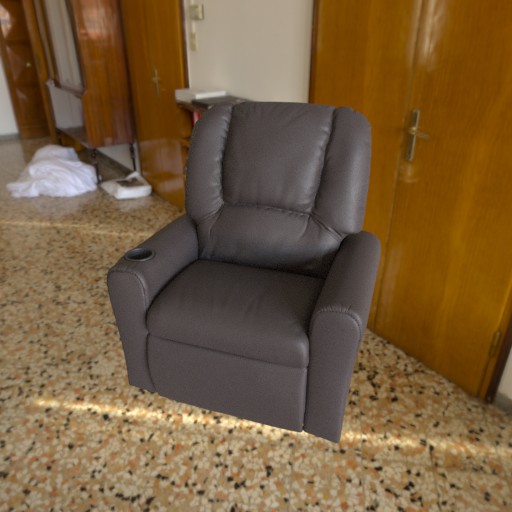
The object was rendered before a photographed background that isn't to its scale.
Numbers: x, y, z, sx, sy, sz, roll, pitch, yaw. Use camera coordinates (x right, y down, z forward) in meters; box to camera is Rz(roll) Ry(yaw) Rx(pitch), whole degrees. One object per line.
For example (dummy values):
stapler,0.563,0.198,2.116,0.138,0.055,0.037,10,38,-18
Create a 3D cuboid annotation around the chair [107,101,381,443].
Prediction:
chair,0.000,0.000,1.151,0.610,0.709,0.521,9,28,17
